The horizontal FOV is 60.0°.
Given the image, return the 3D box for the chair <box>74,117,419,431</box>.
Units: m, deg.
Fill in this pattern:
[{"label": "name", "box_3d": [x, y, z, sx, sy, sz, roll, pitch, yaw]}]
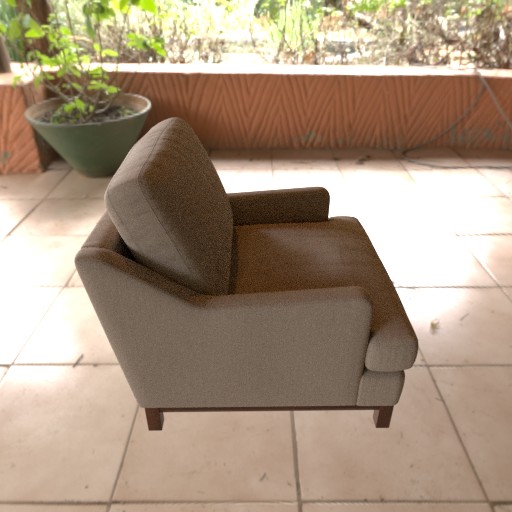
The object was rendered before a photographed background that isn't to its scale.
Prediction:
[{"label": "chair", "box_3d": [0.000, 0.000, 1.692, 1.001, 0.916, 0.912, 0, 30, -1]}]
